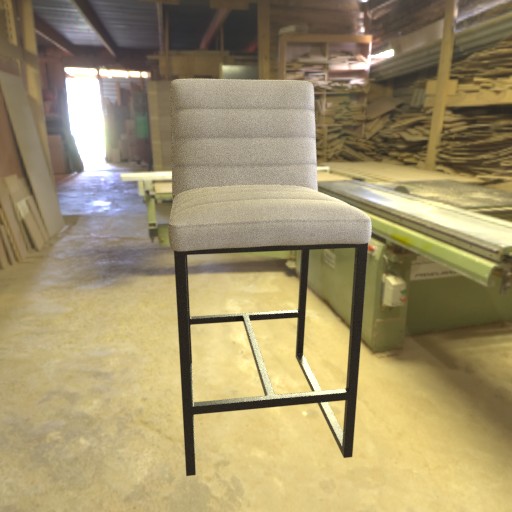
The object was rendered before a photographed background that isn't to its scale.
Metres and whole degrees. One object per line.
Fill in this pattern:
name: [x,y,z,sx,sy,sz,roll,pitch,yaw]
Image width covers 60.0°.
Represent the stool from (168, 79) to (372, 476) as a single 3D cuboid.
stool: [0.000,0.000,1.245,0.459,0.971,0.567,-3,17,-8]
